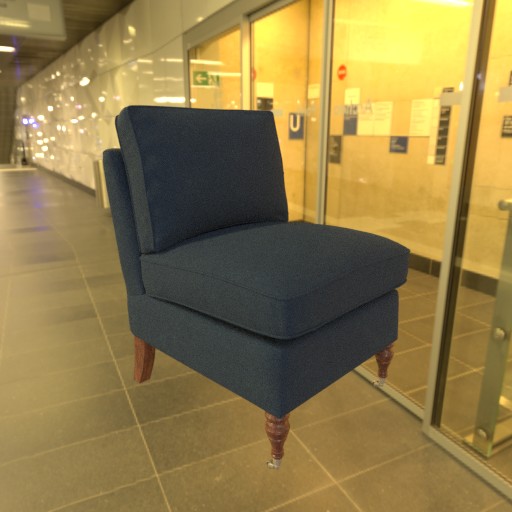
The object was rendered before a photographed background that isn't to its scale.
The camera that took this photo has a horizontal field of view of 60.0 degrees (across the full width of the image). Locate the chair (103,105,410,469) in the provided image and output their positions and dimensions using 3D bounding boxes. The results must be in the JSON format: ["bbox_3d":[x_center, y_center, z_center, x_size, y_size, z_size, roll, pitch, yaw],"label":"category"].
[{"bbox_3d":[0.000,0.000,1.635,0.912,1.052,0.724,15,21,42],"label":"chair"}]
